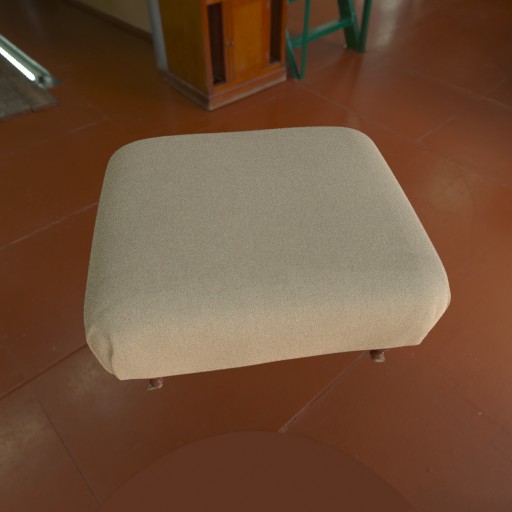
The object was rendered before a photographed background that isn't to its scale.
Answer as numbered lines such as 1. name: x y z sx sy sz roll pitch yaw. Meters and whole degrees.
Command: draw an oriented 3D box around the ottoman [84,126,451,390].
1. ottoman: 0.000 0.000 1.140 0.746 0.450 0.639 -6 47 -5
